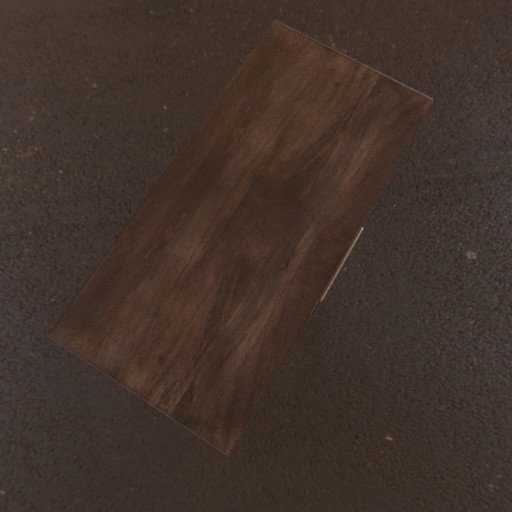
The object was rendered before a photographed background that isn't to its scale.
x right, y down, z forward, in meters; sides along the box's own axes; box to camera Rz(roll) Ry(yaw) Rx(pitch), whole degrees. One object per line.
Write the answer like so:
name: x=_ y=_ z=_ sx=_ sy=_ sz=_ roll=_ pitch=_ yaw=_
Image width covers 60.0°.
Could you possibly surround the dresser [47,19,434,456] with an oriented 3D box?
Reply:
dresser: x=0.000 y=0.000 z=1.374 sx=0.453 sy=0.801 sz=0.923 roll=30 pitch=77 yaw=8
